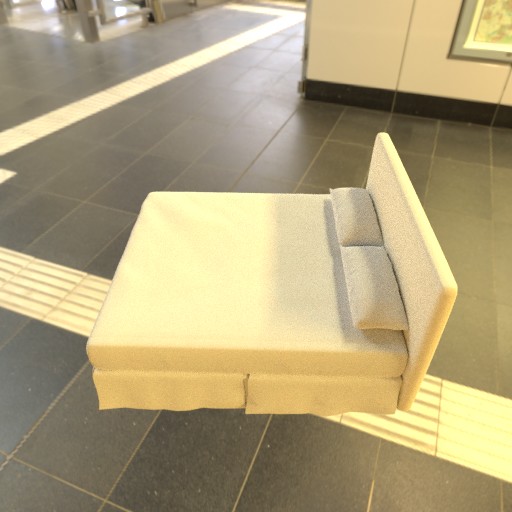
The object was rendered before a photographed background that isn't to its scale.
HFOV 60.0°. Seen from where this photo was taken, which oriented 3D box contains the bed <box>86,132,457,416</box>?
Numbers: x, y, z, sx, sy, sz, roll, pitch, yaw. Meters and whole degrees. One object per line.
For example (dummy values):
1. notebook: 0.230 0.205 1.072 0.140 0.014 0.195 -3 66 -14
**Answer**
1. bed: 0.000 0.000 3.651 2.341 1.317 2.119 1 40 1
